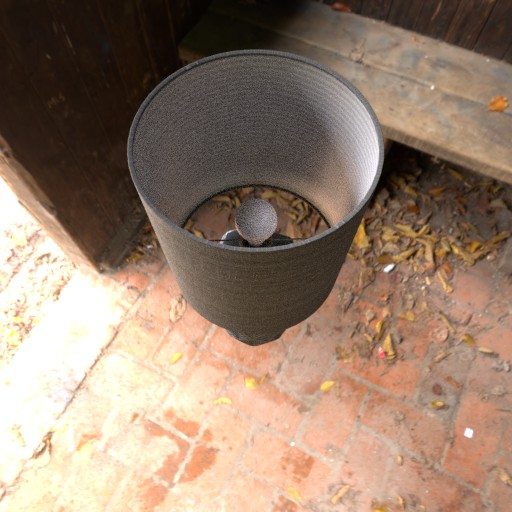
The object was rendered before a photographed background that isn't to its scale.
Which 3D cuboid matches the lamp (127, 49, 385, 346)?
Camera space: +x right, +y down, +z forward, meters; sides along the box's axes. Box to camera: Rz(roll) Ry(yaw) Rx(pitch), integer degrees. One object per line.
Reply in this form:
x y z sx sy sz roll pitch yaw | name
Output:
0.000 0.000 0.721 0.269 0.566 0.268 -1 64 -1 | lamp
